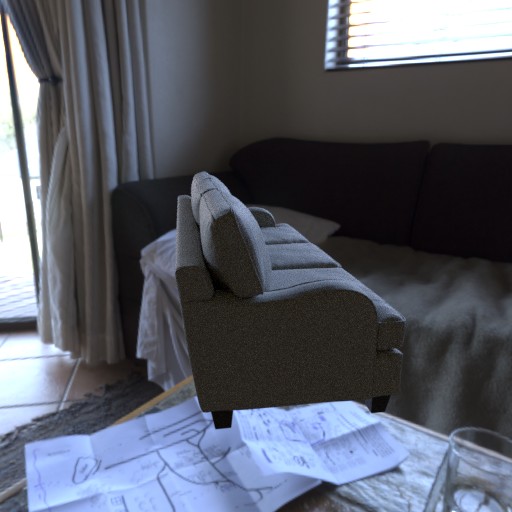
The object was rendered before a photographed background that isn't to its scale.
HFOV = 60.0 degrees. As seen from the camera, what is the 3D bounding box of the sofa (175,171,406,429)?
[{"bbox_3d":[0.000,0.000,2.950,1.016,0.997,2.323,-2,15,-9],"label":"sofa"}]
